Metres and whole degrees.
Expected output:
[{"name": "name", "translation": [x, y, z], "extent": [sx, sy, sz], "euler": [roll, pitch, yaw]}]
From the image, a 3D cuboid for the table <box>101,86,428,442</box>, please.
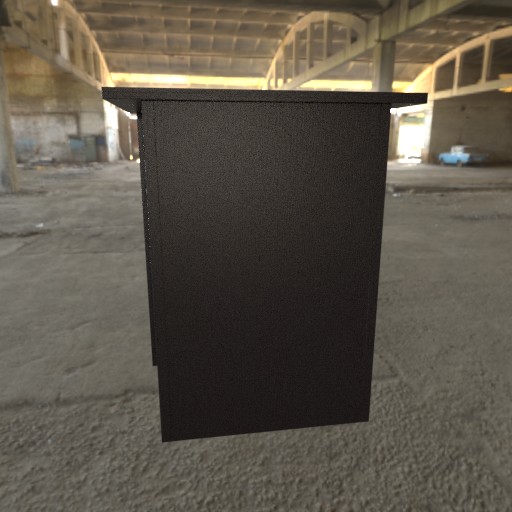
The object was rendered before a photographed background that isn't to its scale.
[{"name": "table", "translation": [0.000, 0.000, 1.069], "extent": [0.589, 0.711, 0.408], "euler": [-2, 15, -9]}]
